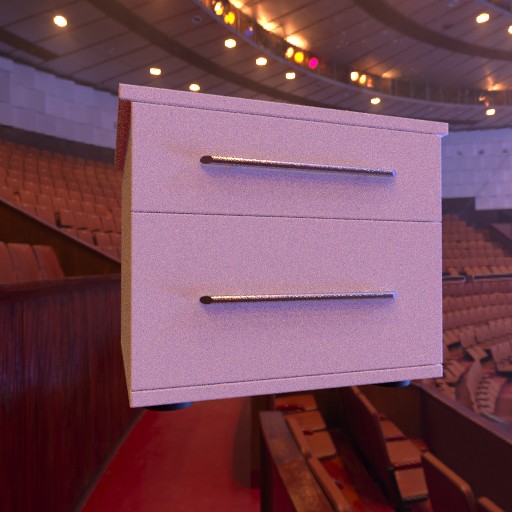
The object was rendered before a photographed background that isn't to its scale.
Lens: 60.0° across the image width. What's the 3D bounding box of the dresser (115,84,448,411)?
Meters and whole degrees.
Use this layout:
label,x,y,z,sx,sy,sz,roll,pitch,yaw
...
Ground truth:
label,x,y,z,sx,sy,sz,roll,pitch,yaw
dresser,0.000,0.000,0.712,0.430,0.360,0.400,0,-1,-18
